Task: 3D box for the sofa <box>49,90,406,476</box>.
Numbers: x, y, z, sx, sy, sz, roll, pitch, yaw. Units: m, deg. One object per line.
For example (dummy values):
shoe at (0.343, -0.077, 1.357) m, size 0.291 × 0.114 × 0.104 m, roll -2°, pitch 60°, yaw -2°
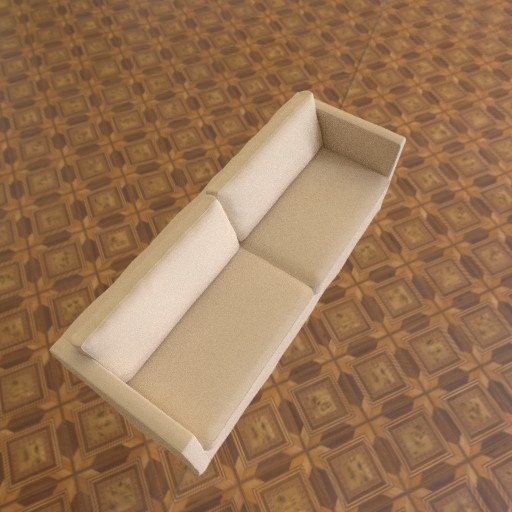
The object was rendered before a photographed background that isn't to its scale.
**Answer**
sofa at (0.000, 0.000, 3.263) m, size 1.036 × 0.999 × 2.779 m, roll 30°, pitch 63°, yaw 17°
